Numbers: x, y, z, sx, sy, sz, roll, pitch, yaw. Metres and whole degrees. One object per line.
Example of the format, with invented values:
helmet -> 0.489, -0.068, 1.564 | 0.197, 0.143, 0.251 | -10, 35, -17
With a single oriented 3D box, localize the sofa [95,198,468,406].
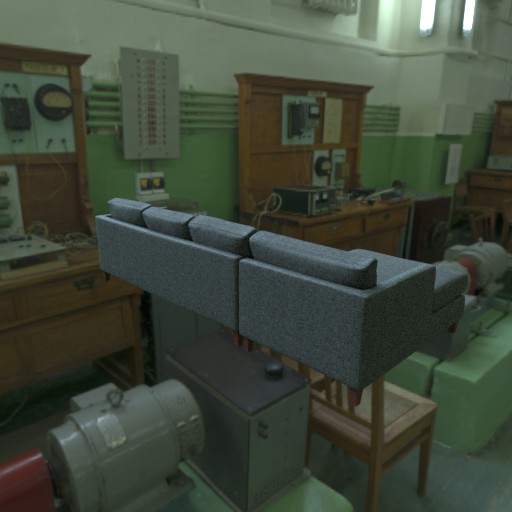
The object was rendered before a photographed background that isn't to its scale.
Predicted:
sofa -> 0.000, 0.000, 4.305 | 1.635, 0.960, 3.485 | -15, 22, -42
